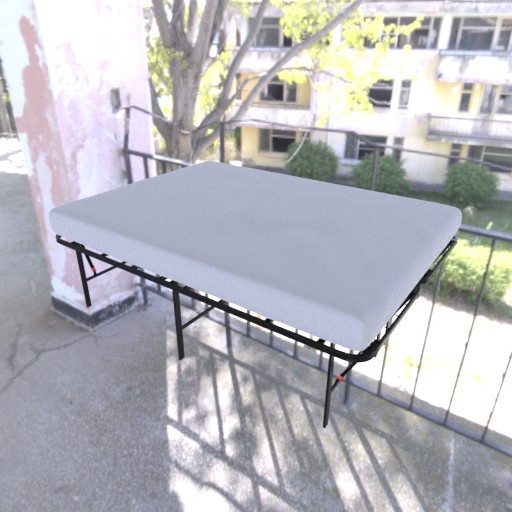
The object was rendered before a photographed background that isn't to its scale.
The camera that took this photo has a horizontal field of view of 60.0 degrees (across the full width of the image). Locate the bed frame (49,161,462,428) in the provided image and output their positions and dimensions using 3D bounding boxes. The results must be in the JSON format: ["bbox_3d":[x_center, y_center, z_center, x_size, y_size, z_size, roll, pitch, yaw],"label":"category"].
[{"bbox_3d":[0.000,0.000,2.573,1.905,0.637,1.372,17,31,31],"label":"bed frame"}]
